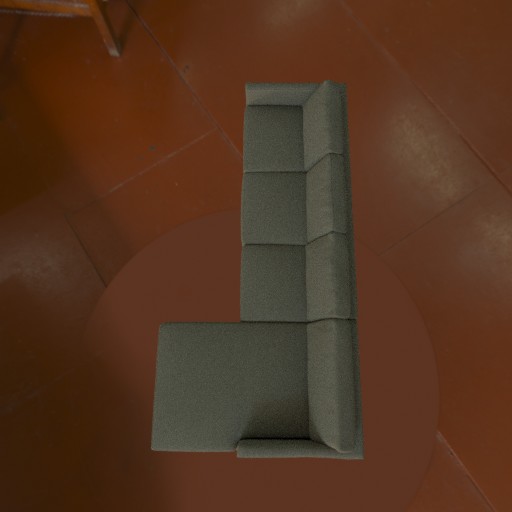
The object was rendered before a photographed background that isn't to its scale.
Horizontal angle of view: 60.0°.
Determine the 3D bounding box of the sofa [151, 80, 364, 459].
[{"bbox_3d":[0.000,0.000,3.859,1.625,0.861,3.186,1,75,0],"label":"sofa"}]
